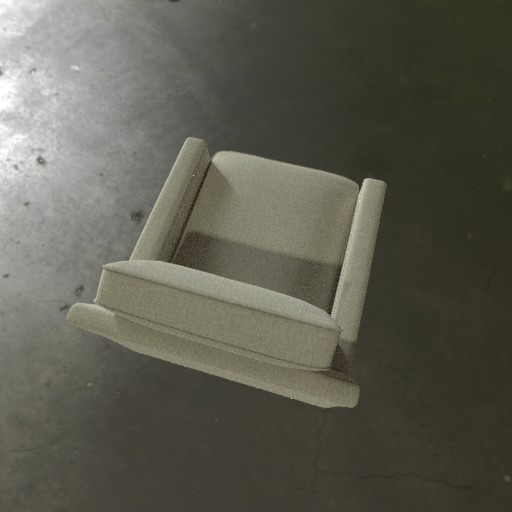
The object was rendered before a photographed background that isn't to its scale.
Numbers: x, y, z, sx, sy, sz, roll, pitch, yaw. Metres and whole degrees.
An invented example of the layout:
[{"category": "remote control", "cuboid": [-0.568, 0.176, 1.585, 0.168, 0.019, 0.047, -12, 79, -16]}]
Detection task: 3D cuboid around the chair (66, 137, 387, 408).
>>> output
[{"category": "chair", "cuboid": [0.000, 0.000, 1.717, 0.853, 0.943, 1.014, 15, 65, 7]}]
